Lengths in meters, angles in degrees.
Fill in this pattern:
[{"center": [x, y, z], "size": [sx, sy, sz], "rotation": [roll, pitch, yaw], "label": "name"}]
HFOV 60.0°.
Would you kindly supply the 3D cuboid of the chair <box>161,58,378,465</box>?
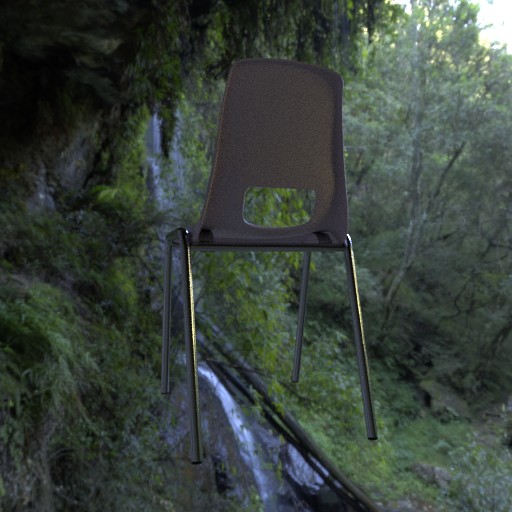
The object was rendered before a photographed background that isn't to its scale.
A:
[{"center": [0.000, 0.000, 0.994], "size": [0.381, 0.704, 0.436], "rotation": [0, 0, -17], "label": "chair"}]
